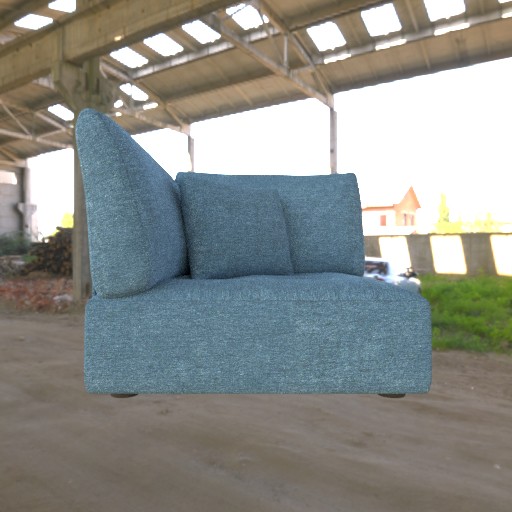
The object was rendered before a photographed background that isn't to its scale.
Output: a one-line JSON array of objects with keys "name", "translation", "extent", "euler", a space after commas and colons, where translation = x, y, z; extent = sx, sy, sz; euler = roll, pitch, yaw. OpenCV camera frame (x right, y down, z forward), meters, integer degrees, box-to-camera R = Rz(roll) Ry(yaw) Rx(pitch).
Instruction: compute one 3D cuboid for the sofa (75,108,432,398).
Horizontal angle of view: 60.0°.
[{"name": "sofa", "translation": [0.000, 0.000, 1.686], "extent": [1.000, 0.820, 1.000], "euler": [0, 0, 0]}]
